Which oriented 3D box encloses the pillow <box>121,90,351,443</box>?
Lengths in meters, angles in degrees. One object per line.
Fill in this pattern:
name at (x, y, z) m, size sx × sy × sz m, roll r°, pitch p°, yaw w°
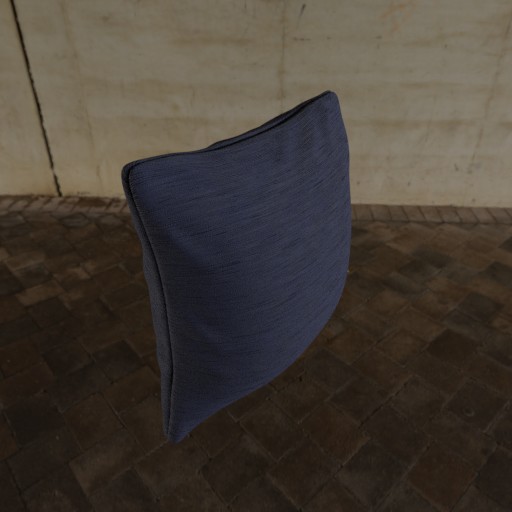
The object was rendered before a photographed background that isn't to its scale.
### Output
pillow at (0.000, 0.000, 0.671) m, size 0.246 × 0.414 × 0.432 m, roll 21°, pitch 38°, yaw 30°
